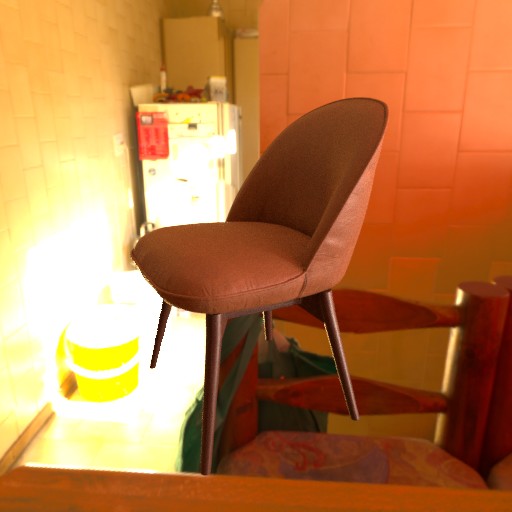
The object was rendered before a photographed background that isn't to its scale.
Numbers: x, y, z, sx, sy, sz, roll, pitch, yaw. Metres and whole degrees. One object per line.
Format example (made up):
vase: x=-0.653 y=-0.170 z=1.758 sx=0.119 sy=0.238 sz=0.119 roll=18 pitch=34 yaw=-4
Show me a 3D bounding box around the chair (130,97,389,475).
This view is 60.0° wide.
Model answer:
chair: x=0.000 y=0.000 z=1.216 sx=0.631 sy=0.831 sz=0.521 roll=-8 pitch=19 yaw=-25
